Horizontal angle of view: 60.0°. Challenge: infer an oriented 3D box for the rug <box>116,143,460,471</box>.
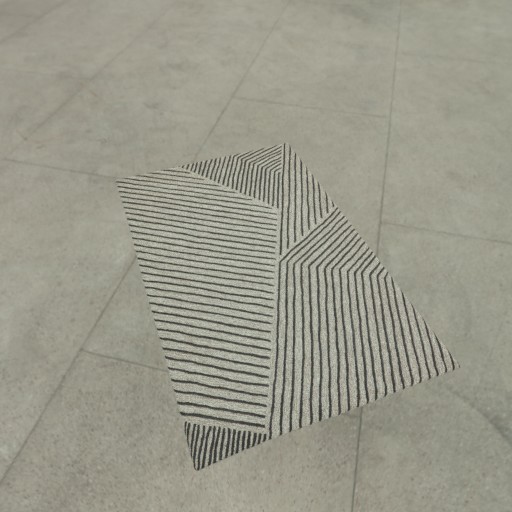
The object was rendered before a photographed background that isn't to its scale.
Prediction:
[{"bbox_3d":[0.000,0.000,3.051,1.539,0.023,2.406,-16,49,-14],"label":"rug"}]
